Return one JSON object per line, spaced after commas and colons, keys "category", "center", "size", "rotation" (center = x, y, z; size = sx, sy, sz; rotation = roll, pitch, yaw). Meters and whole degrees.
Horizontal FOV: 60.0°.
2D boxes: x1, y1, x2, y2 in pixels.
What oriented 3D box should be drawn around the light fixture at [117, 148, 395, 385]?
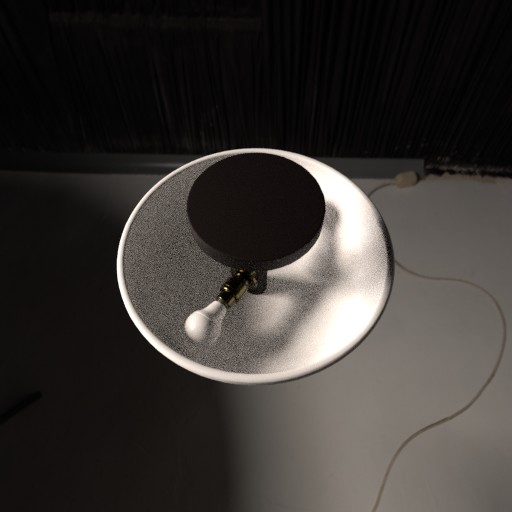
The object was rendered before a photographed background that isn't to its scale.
{"category": "light fixture", "center": [0.000, 0.000, 0.553], "size": [0.331, 0.212, 0.331], "rotation": [0, 58, 0]}
